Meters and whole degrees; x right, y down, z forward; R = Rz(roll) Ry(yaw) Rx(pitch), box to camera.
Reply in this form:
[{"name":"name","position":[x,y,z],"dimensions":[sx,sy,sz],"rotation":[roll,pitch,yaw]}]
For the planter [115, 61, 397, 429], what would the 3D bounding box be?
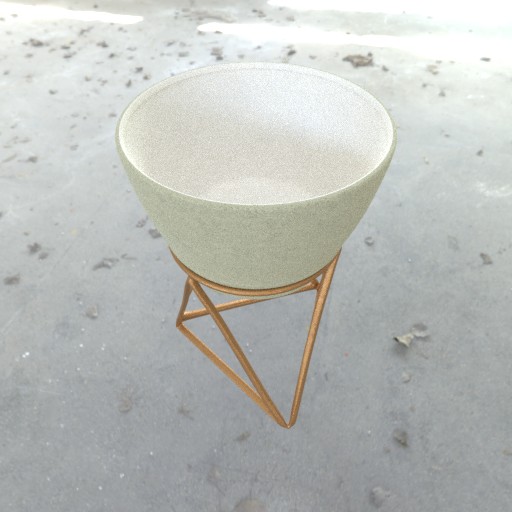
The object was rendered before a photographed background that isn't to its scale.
[{"name":"planter","position":[0.000,0.000,0.743],"dimensions":[0.350,0.504,0.350],"rotation":[10,47,10]}]
